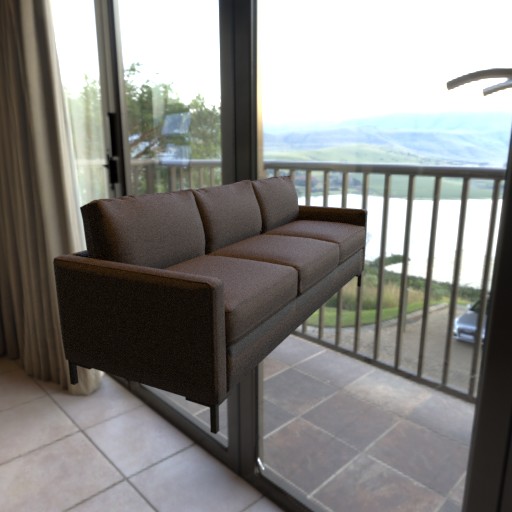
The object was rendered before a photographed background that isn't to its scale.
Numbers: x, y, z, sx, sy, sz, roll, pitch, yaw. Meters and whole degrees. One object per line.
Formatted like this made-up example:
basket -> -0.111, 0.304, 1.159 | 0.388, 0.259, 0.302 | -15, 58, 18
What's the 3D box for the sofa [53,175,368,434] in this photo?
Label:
sofa -> 0.000, 0.000, 2.751 | 0.876, 0.882, 2.253 | 7, 15, 27
